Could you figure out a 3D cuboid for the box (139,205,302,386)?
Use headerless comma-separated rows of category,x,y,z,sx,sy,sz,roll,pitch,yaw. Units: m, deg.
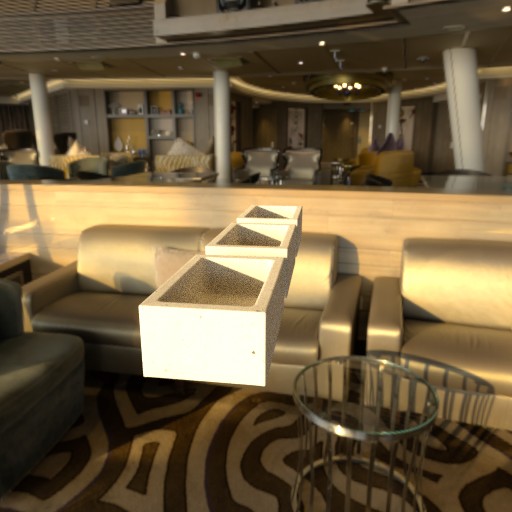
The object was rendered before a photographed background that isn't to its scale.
box,0.000,0.000,0.501,0.082,0.051,0.461,2,15,8
